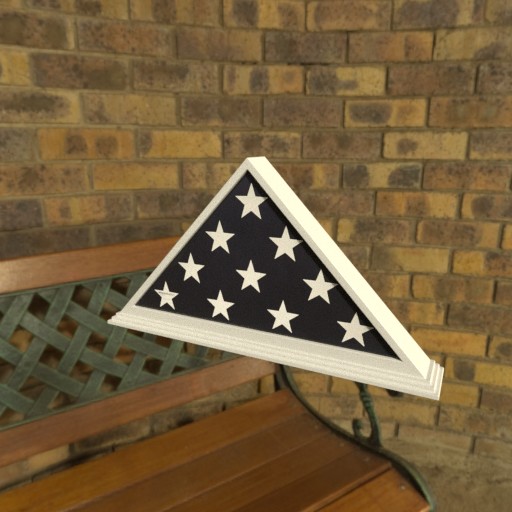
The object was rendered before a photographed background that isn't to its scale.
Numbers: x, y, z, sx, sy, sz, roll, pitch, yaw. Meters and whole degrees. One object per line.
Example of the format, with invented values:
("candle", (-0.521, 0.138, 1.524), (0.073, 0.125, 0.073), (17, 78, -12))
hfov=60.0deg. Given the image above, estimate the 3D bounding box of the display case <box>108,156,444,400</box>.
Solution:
("display case", (0.000, 0.000, 0.781), (0.640, 0.340, 0.095), (7, 16, 25))
